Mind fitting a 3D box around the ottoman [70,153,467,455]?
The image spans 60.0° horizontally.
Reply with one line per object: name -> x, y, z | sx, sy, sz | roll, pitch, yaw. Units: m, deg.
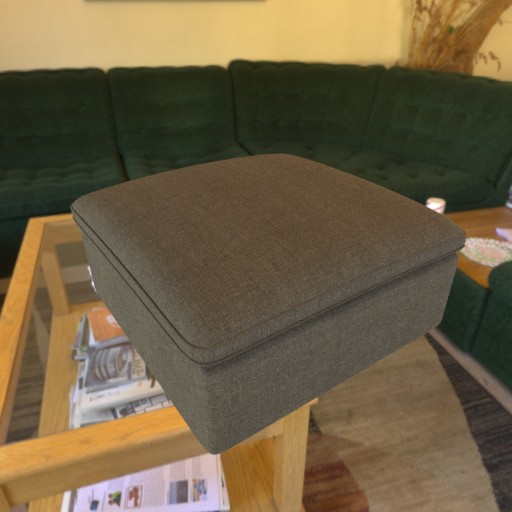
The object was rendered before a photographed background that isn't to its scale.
ottoman -> 0.000, 0.000, 1.689 | 1.067, 0.559, 1.067 | -19, 35, -30
